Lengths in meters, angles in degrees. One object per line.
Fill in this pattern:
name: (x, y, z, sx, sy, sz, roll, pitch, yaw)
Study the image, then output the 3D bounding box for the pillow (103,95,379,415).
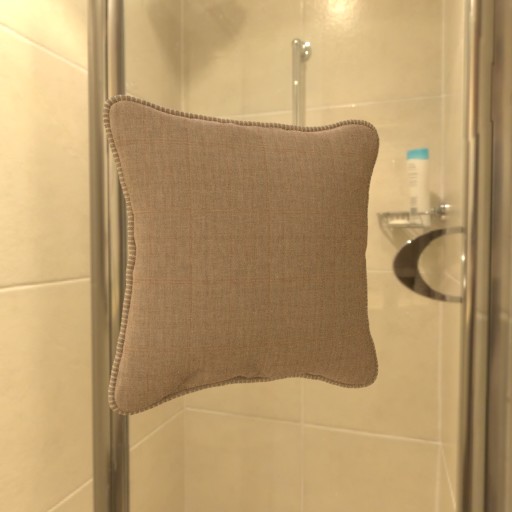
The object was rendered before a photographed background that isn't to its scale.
pillow: (0.000, 0.000, 0.750, 0.485, 0.494, 0.124, -1, 2, -19)
